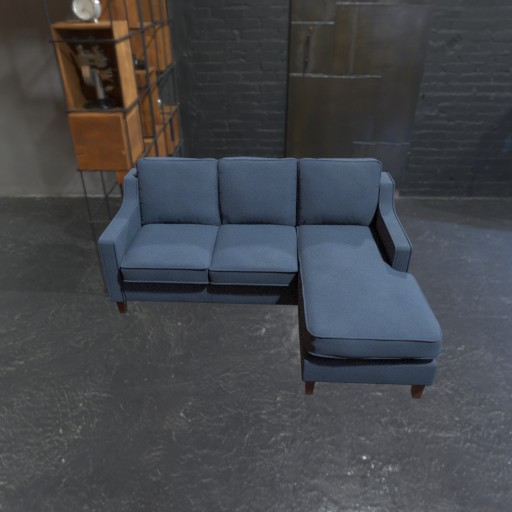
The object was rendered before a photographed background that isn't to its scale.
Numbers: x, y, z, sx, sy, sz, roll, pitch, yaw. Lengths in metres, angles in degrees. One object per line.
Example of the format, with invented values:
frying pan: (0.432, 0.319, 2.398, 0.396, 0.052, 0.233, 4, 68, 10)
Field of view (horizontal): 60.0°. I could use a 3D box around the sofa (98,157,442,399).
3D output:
sofa: (0.000, 0.000, 3.365, 2.317, 1.066, 1.858, 1, 31, 2)
